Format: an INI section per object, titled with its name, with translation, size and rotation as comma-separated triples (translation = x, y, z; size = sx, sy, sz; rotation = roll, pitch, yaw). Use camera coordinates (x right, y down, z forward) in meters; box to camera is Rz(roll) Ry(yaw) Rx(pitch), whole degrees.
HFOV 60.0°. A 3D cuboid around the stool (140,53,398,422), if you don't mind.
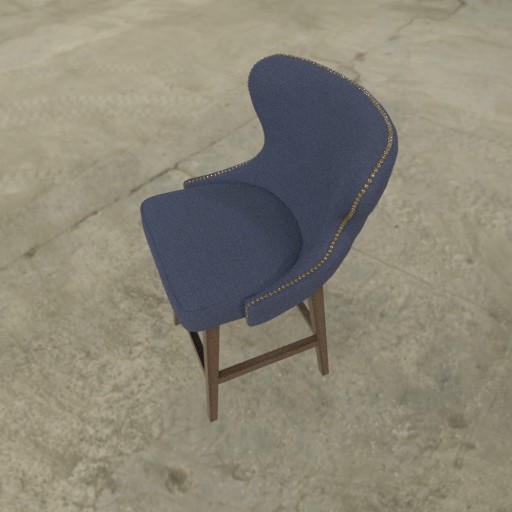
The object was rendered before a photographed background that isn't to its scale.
[stool]
translation = 0.000, 0.000, 1.355
size = 0.597, 0.972, 0.615
rotation = -17, 49, -16
